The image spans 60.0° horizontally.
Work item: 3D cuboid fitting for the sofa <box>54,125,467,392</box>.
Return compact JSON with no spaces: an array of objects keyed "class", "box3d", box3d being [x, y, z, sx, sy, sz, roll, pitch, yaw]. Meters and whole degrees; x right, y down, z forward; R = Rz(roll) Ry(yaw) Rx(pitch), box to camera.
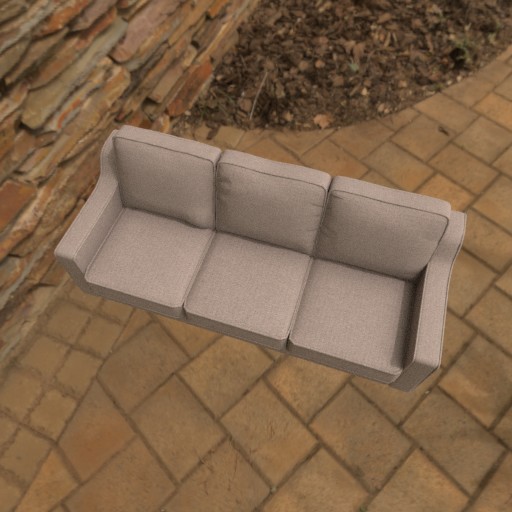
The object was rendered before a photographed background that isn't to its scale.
[{"class":"sofa","box3d":[0.000,0.000,2.613,2.129,0.950,0.899,15,60,9]}]
